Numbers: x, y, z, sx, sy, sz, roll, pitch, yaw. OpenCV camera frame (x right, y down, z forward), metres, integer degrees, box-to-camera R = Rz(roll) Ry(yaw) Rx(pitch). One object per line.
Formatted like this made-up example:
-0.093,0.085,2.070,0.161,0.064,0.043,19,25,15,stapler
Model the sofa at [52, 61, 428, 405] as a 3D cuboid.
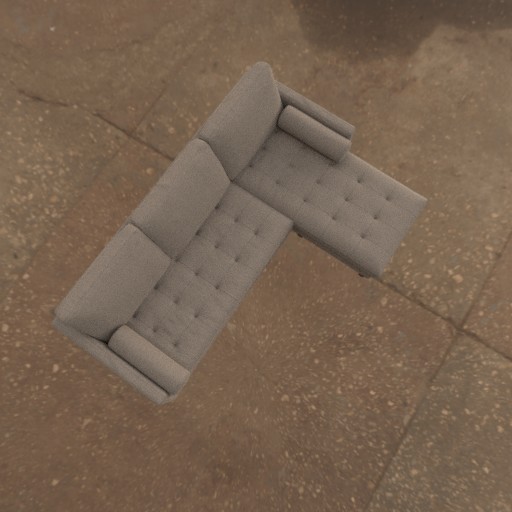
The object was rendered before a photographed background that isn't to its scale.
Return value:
0.000,0.000,2.928,1.506,0.875,2.178,34,78,8,sofa
